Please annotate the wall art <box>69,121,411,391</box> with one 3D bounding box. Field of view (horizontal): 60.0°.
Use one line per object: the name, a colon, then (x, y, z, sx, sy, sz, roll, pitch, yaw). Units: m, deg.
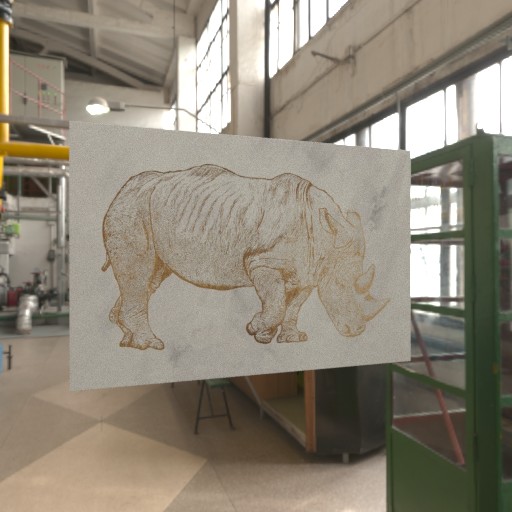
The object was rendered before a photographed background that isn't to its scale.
wall art: (0.000, 0.000, 0.493, 0.381, 0.254, 0.038, 0, 0, -18)
